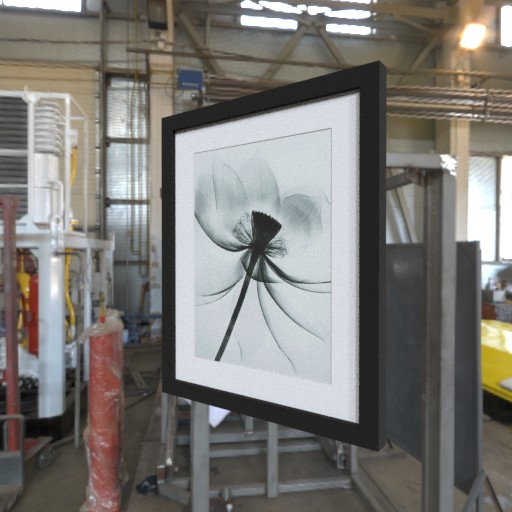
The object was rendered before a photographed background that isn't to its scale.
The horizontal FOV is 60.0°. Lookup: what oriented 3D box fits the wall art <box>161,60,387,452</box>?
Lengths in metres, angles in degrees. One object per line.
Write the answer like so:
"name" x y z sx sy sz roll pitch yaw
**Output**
"wall art" 0.000 0.000 0.779 0.457 0.559 0.029 0 1 36
